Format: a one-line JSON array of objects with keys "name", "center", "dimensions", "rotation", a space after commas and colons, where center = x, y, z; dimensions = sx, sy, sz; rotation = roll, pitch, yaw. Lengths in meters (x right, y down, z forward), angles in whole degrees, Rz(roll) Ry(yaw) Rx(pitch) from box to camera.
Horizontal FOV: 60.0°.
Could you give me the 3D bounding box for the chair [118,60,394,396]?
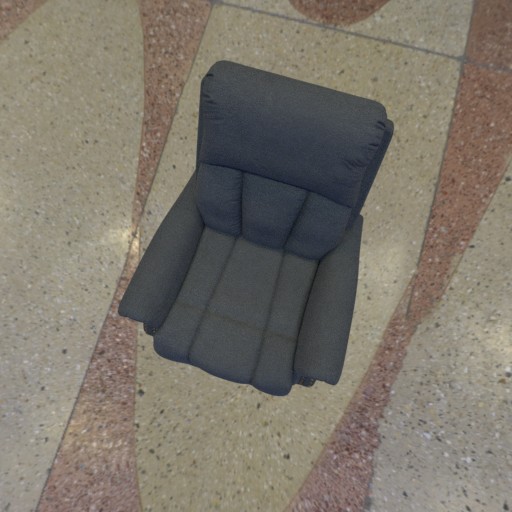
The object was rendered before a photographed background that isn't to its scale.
[{"name": "chair", "center": [0.000, 0.000, 1.753], "dimensions": [0.871, 1.031, 0.979], "rotation": [17, 76, 5]}]
